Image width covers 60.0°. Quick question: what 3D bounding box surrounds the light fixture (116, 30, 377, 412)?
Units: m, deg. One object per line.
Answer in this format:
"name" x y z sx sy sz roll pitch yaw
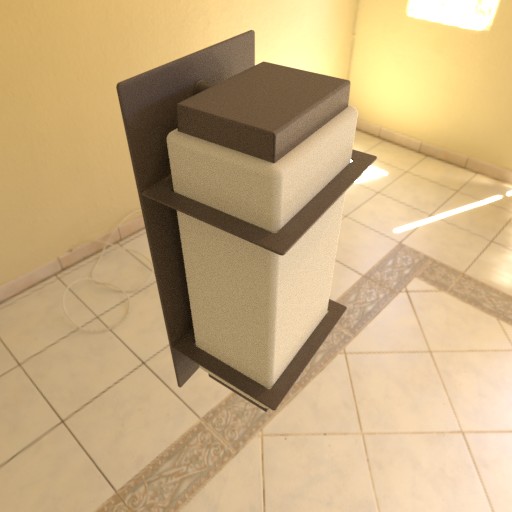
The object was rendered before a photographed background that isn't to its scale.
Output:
"light fixture" 0.000 0.000 0.420 0.146 0.347 0.153 24 47 25
